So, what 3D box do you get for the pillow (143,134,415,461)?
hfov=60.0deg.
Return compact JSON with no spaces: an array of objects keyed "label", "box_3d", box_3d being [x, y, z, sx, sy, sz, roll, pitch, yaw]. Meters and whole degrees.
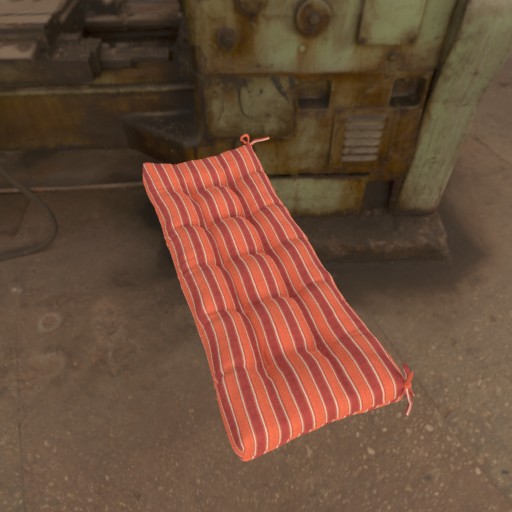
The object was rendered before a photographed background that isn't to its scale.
[{"label":"pillow","box_3d":[0.000,0.000,1.384,0.511,0.174,1.194,-15,48,-14]}]
